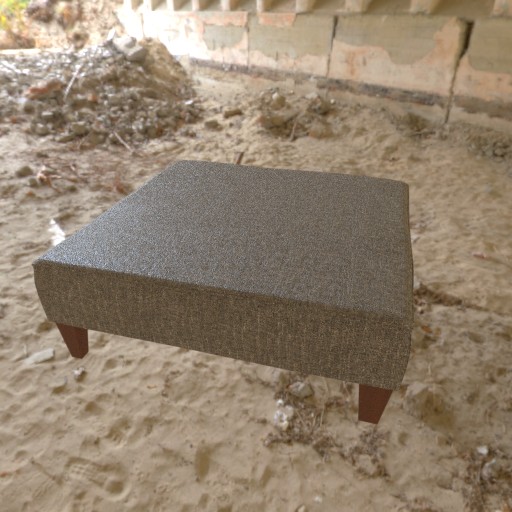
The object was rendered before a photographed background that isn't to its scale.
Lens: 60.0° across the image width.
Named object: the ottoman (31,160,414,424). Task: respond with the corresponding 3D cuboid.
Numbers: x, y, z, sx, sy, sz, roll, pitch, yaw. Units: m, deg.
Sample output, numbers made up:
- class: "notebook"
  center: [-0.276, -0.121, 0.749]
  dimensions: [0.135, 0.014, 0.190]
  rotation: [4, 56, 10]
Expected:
- class: "ottoman"
  center: [0.000, 0.000, 1.551]
  dimensions: [1.016, 0.379, 0.981]
  rotation: [8, 30, 14]
